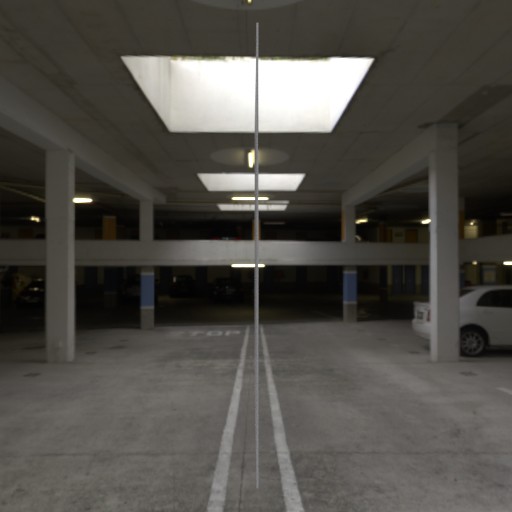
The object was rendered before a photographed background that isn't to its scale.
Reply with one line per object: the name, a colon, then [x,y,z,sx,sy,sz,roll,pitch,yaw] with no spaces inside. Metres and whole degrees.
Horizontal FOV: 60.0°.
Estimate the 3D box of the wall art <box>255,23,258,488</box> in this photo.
wall art: [0.000,0.000,0.809,0.003,0.609,0.457,0,-1,0]
